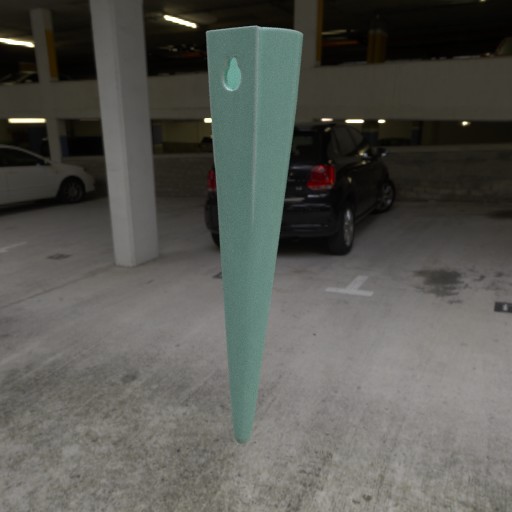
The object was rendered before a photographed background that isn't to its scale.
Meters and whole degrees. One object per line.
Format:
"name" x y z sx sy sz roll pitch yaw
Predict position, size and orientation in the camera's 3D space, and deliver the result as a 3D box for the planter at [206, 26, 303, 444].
"planter" 0.000 0.000 0.296 0.054 0.268 0.055 9 20 27
